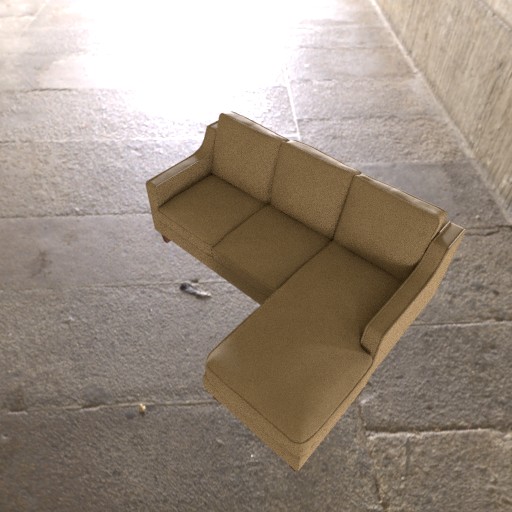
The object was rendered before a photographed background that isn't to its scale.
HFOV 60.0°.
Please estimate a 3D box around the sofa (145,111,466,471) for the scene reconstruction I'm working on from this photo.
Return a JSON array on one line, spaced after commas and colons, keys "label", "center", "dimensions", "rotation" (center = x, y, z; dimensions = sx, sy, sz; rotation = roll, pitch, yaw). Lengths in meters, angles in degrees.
[{"label": "sofa", "center": [0.000, 0.000, 3.351], "dimensions": [2.317, 1.066, 1.858], "rotation": [33, 55, 27]}]
